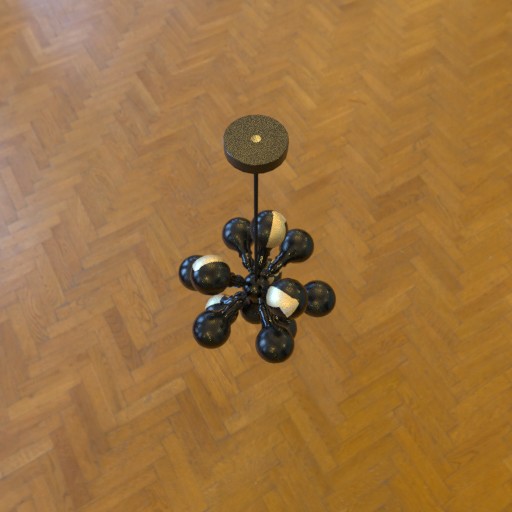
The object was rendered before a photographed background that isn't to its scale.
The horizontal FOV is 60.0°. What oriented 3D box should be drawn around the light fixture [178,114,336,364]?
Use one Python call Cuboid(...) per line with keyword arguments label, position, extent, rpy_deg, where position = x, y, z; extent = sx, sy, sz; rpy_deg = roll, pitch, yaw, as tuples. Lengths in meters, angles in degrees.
Cuboid(label="light fixture", position=(0.000, 0.000, 1.123), extent=(0.468, 0.859, 0.420), rpy_deg=(12, 63, 6))
